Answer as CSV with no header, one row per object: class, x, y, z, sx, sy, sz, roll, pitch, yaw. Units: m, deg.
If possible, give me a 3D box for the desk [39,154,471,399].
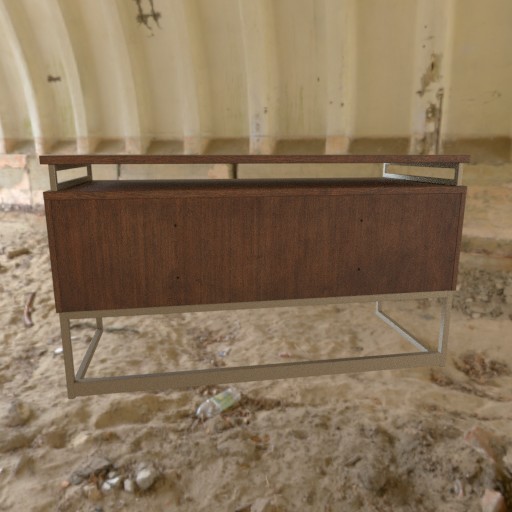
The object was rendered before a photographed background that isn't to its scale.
desk,0.000,0.000,1.782,1.384,0.792,0.610,-2,13,-10
